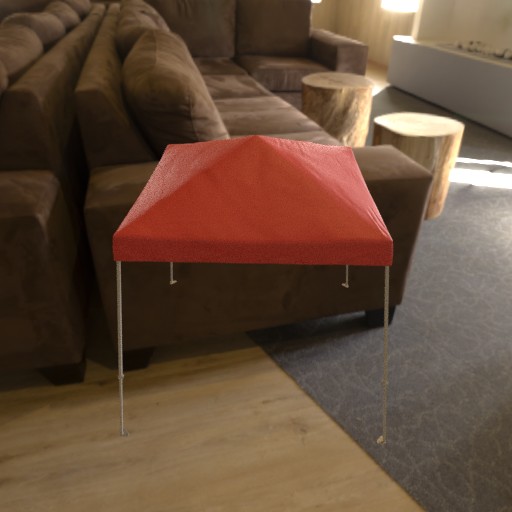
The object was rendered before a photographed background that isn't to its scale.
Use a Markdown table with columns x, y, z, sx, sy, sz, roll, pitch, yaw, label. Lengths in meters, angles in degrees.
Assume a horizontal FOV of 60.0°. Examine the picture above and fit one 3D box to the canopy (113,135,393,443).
| x | y | z | sx | sy | sz | roll | pitch | yaw | label |
| --- | --- | --- | --- | --- | --- | --- | --- | --- | --- |
| 0.000 | 0.000 | 6.532 | 3.599 | 3.600 | 3.600 | 1 | 33 | 2 | canopy |
